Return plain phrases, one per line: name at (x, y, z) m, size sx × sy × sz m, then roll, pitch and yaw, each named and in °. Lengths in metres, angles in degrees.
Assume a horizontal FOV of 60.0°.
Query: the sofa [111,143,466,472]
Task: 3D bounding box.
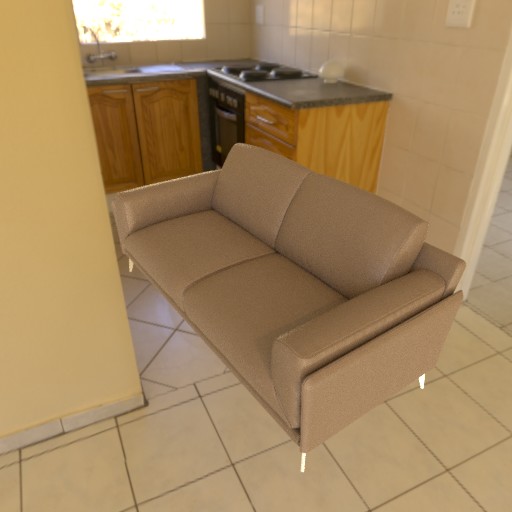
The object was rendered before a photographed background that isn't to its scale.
sofa at (0.000, 0.000, 2.674) m, size 1.049 × 0.930 × 2.101 m, roll -20°, pitch 36°, yaw -30°
